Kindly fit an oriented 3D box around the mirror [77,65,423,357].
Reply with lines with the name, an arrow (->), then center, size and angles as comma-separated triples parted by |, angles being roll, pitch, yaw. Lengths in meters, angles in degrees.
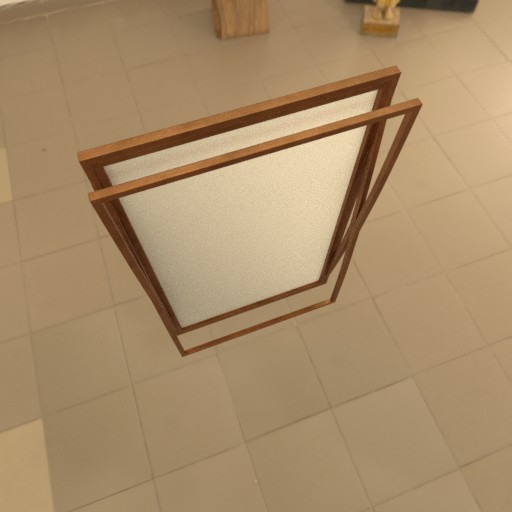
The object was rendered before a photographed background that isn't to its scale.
mirror -> 0.000, 0.000, 0.936 | 0.468, 0.768, 0.082 | -18, 65, -9
